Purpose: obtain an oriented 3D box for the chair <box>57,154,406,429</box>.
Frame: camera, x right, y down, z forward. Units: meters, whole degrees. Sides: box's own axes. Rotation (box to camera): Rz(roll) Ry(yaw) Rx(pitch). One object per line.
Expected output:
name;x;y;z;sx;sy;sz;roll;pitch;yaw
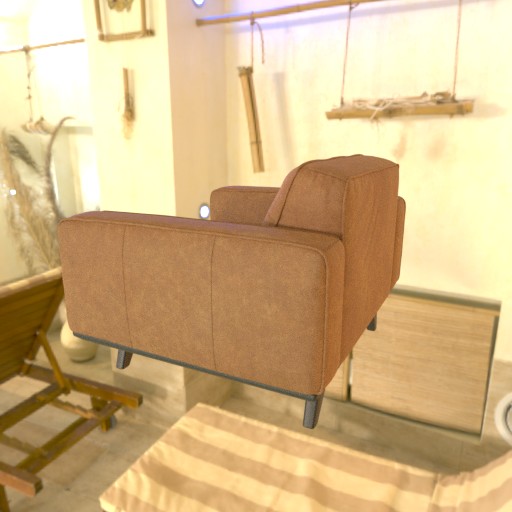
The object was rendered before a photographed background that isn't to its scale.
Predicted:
chair;0.000;0.000;1.753;0.952;0.782;1.118;8;17;27
